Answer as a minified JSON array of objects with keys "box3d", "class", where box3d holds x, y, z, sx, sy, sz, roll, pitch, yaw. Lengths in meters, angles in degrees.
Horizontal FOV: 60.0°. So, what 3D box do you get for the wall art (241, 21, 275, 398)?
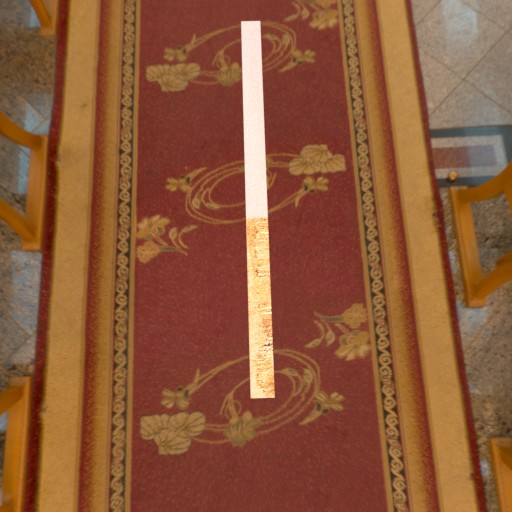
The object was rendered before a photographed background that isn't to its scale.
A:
[{"box3d":[0.000,0.000,0.803,0.026,0.613,0.458,-2,75,0],"class":"wall art"}]
